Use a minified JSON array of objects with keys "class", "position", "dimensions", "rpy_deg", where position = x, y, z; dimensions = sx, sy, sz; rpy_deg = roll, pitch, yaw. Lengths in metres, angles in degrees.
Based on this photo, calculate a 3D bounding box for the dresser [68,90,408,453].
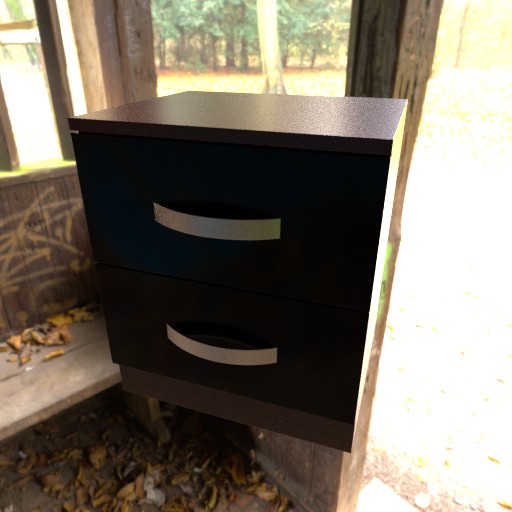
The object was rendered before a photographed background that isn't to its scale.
[{"class":"dresser","position":[0.000,0.000,0.737],"dimensions":[0.400,0.470,0.360],"rpy_deg":[9,28,17]}]
